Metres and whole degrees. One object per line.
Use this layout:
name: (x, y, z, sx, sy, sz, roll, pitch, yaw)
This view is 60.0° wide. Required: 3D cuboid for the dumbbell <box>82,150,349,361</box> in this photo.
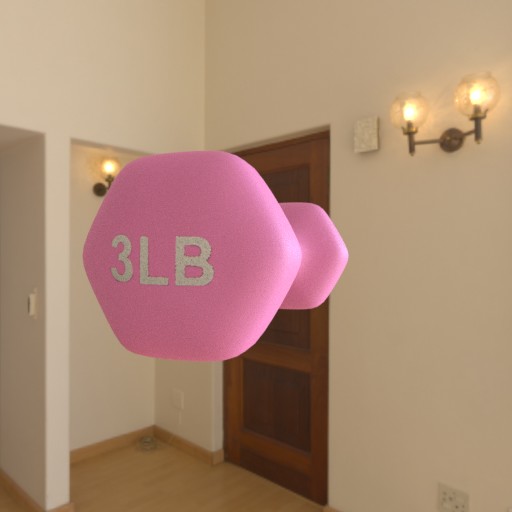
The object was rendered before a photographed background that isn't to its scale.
dumbbell: (0.000, 0.000, 0.187, 0.064, 0.058, 0.159, 0, 0, 18)
